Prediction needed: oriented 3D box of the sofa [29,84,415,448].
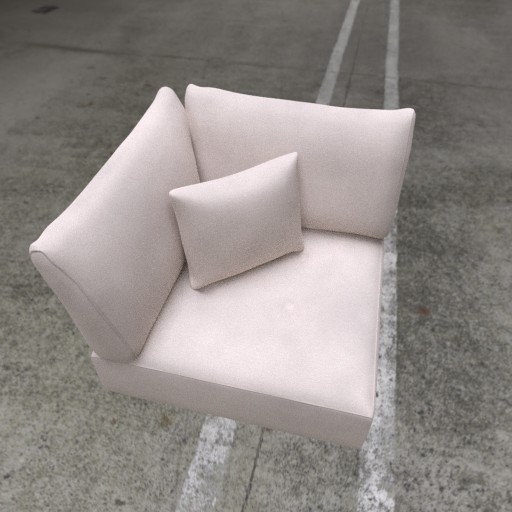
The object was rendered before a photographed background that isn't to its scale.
[{"bbox_3d":[0.000,0.000,1.654,1.000,0.820,1.000,10,47,9],"label":"sofa"}]
